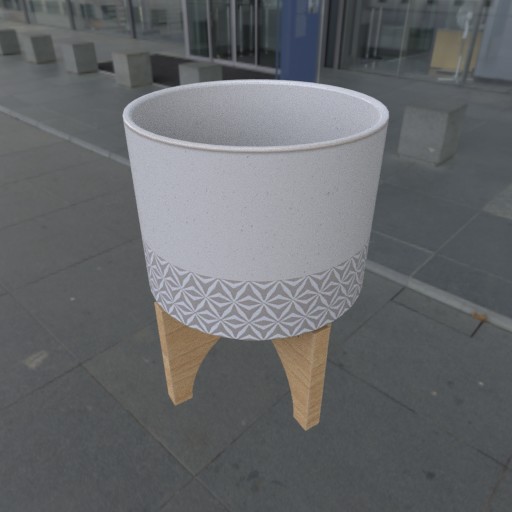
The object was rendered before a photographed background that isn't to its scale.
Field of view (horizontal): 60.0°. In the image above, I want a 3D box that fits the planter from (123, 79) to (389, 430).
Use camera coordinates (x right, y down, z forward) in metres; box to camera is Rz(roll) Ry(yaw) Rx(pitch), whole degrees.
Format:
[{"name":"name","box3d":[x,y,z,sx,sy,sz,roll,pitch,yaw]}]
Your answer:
[{"name":"planter","box3d":[0.000,0.000,0.392,0.188,0.260,0.188,0,32,0]}]
